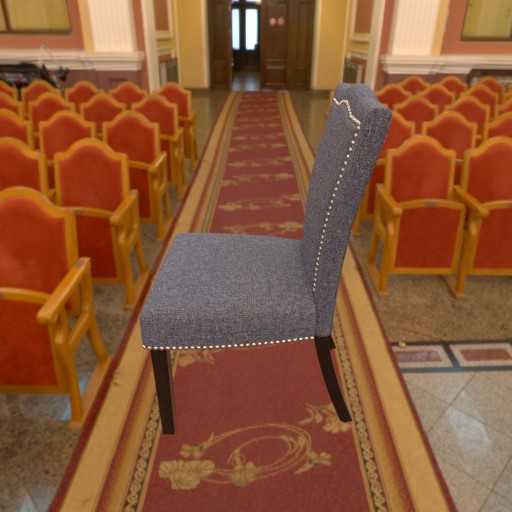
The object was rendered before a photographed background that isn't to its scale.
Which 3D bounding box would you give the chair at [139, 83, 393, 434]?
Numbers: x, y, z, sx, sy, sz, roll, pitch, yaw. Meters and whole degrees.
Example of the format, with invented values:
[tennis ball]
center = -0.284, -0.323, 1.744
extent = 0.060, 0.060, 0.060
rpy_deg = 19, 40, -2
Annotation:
[chair]
center = 0.000, 0.000, 1.299
extent = 0.589, 0.946, 0.518
rpy_deg = 0, 27, 1
